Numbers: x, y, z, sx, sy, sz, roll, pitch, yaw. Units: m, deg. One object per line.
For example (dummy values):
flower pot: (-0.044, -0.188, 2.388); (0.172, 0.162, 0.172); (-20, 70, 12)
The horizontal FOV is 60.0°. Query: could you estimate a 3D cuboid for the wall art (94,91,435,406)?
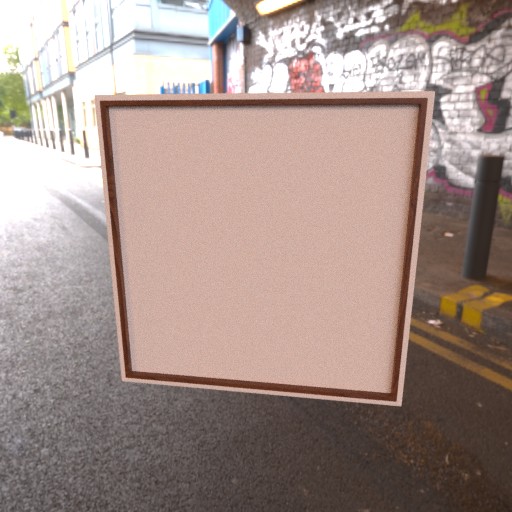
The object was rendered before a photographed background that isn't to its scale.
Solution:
wall art: (0.000, 0.000, 1.463); (1.009, 1.009, 0.049); (3, 17, 8)
